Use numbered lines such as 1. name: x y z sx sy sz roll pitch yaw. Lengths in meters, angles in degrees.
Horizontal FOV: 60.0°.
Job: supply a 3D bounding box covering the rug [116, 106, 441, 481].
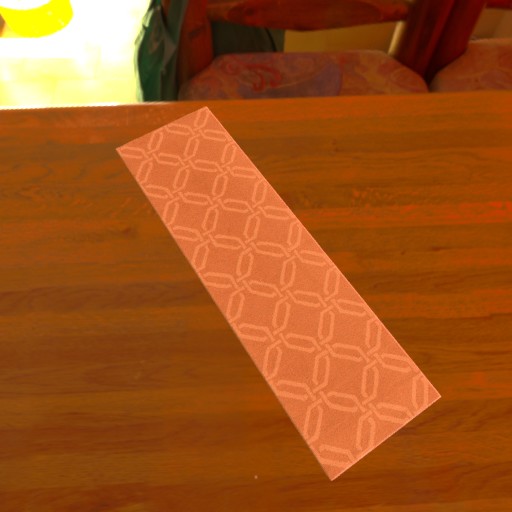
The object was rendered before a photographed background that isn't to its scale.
1. rug: 0.000 0.000 2.508 0.678 0.014 2.276 -30 67 -14
